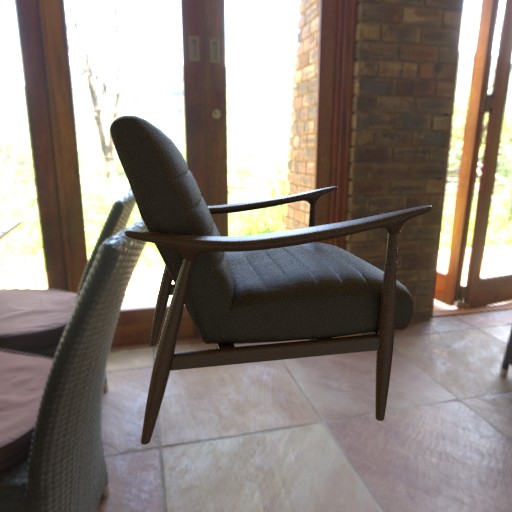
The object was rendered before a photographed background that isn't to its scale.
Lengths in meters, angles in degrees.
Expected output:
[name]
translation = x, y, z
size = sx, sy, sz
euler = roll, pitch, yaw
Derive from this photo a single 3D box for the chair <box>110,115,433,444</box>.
[chair]
translation = 0.000, 0.000, 1.428
size = 0.798, 0.831, 0.741
euler = -3, 14, -11
